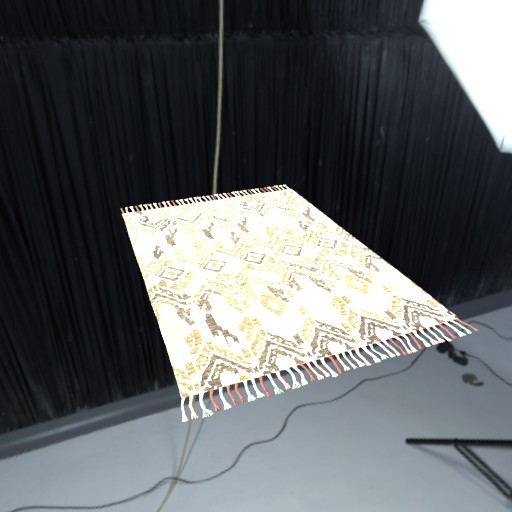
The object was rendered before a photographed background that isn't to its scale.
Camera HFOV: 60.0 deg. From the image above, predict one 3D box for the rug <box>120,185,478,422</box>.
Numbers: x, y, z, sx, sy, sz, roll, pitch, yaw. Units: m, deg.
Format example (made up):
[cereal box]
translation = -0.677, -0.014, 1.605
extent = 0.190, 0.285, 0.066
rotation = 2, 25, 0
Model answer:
[rug]
translation = 0.000, 0.000, 2.328
extent = 1.219, 0.008, 1.829
rotation = -11, 31, -19
